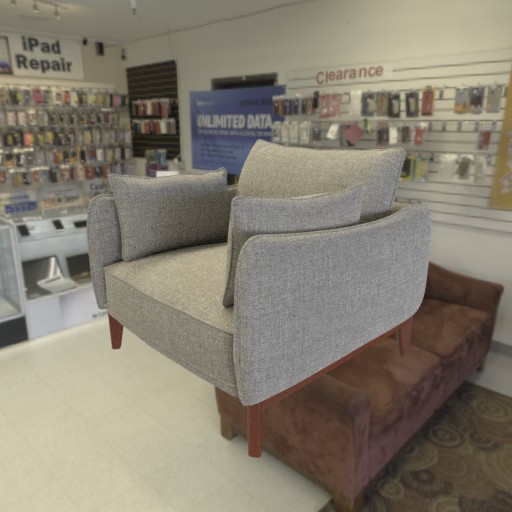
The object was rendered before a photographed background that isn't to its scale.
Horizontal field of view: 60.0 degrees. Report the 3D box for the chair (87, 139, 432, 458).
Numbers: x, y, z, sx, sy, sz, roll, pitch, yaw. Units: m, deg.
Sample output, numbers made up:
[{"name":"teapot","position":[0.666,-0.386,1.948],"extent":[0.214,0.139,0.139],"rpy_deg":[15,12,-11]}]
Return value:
[{"name":"chair","position":[0.000,0.000,1.723],"extent":[0.976,0.839,0.993],"rpy_deg":[-15,23,-41]}]
